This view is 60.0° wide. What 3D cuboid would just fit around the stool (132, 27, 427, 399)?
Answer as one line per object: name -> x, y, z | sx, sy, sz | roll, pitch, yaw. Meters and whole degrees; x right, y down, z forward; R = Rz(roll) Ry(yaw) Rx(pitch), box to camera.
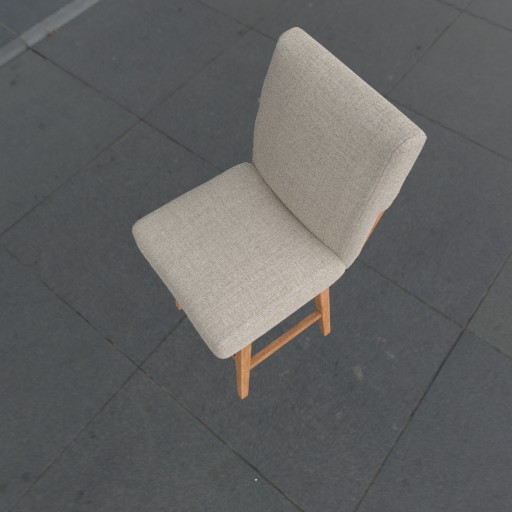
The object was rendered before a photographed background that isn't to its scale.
stool -> 0.000, 0.000, 1.367 | 0.569, 1.106, 0.483 | -34, 68, -16
